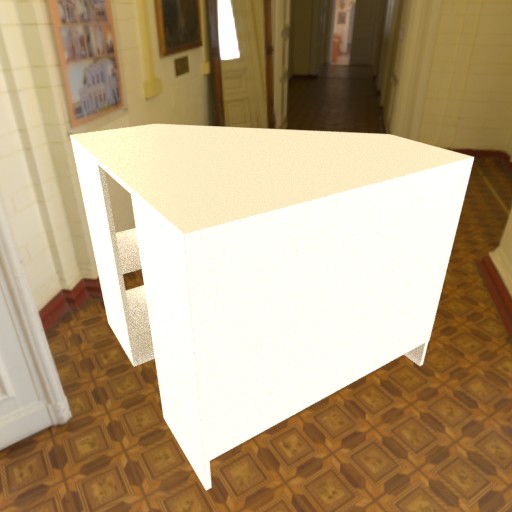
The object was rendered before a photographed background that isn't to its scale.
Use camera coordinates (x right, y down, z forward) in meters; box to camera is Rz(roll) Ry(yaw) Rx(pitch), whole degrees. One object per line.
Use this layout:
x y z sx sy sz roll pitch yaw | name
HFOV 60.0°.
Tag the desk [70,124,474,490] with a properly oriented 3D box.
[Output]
0.000 0.000 1.627 0.940 0.818 0.926 -18 34 -28 | desk
